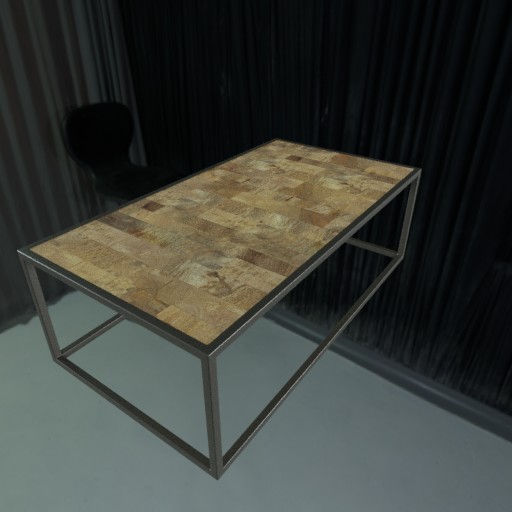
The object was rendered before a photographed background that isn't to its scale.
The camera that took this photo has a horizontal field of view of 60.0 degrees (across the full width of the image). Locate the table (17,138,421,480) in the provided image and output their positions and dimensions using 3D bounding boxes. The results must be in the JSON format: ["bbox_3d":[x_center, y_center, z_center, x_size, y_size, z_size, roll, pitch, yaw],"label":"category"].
[{"bbox_3d":[0.000,0.000,1.493,0.649,0.398,1.199,21,37,30],"label":"table"}]
